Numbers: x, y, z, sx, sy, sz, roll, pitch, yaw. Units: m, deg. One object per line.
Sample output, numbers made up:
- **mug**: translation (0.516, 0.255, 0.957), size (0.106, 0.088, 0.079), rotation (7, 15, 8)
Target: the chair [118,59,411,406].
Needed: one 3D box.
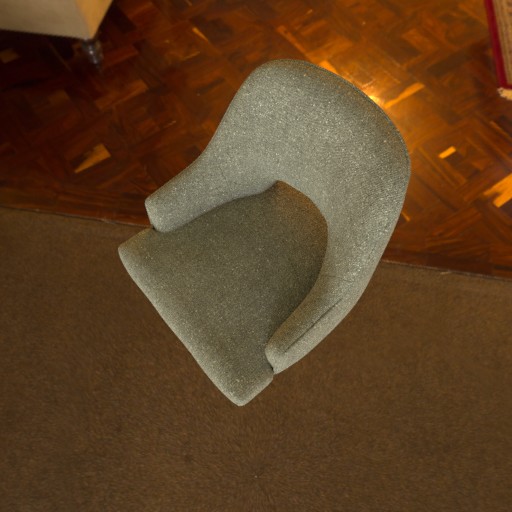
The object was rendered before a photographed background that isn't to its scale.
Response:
- **chair**: translation (0.000, 0.000, 1.292), size (0.629, 0.875, 0.608), rotation (-37, 69, -17)
